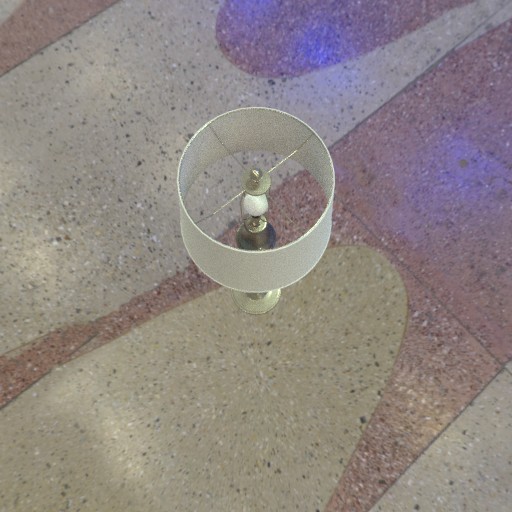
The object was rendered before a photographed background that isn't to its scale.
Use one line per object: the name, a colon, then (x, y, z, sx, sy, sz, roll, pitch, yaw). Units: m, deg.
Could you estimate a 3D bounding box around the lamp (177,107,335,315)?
lamp: (0.000, 0.000, 1.686, 0.431, 1.488, 0.431, 0, 76, 0)
